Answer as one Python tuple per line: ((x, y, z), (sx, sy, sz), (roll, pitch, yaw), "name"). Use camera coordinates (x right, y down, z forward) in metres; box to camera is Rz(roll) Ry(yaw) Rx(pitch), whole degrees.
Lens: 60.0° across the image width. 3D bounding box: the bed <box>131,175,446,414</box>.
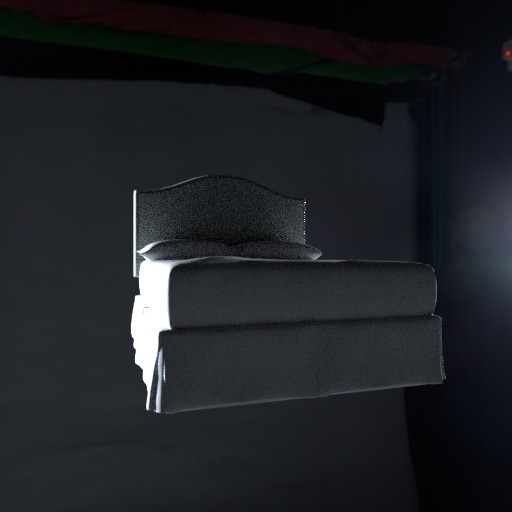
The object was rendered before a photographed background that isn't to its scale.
((0.000, 0.000, 3.436), (1.813, 1.607, 2.180), (0, 0, -18), "bed")
